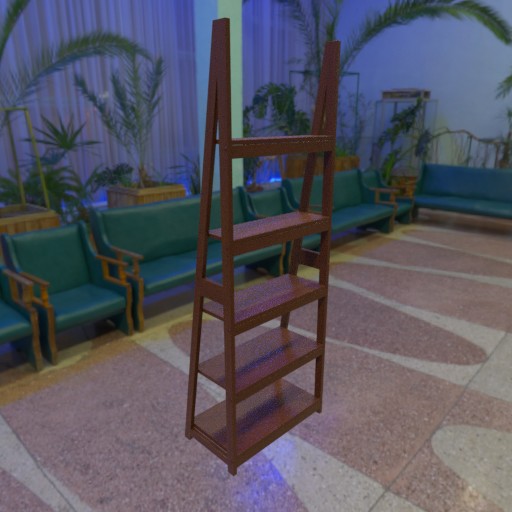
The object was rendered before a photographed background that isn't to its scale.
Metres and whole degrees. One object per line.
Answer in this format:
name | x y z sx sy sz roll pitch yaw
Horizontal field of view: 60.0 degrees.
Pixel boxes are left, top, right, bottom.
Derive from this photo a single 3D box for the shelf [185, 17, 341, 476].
shelf | 0.000 0.000 1.982 0.630 1.780 0.356 -16 24 -42
